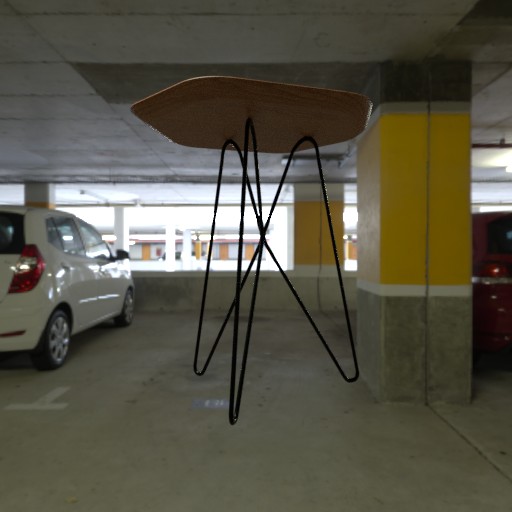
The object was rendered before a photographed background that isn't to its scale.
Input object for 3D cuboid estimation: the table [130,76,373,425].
[{"bbox_3d":[0.000,0.000,0.915,0.500,0.562,0.400,0,0,-18],"label":"table"}]
